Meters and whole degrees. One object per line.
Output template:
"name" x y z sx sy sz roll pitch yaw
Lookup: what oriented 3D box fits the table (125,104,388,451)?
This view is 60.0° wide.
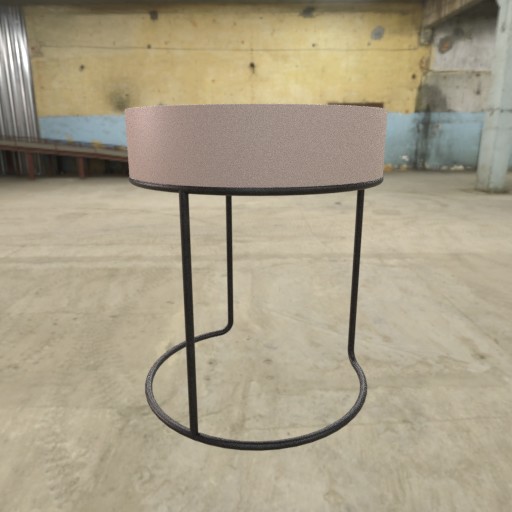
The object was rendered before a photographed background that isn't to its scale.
"table" 0.000 0.000 0.854 0.450 0.530 0.450 0 16 0
